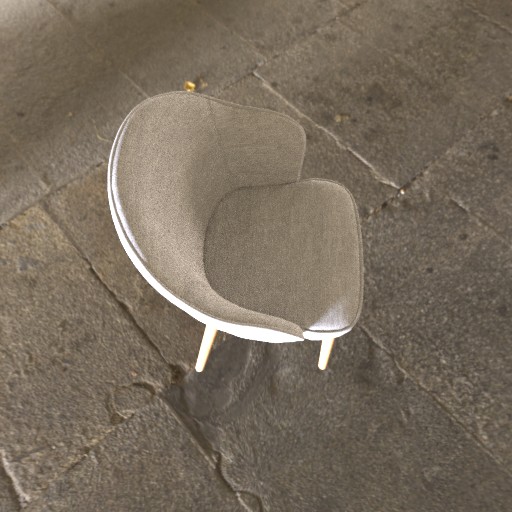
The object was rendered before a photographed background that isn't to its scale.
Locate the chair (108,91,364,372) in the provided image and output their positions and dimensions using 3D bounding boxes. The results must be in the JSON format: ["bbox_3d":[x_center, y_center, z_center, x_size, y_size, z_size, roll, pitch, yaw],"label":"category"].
[{"bbox_3d":[0.000,0.000,1.147,0.530,0.800,0.540,3,63,1],"label":"chair"}]
